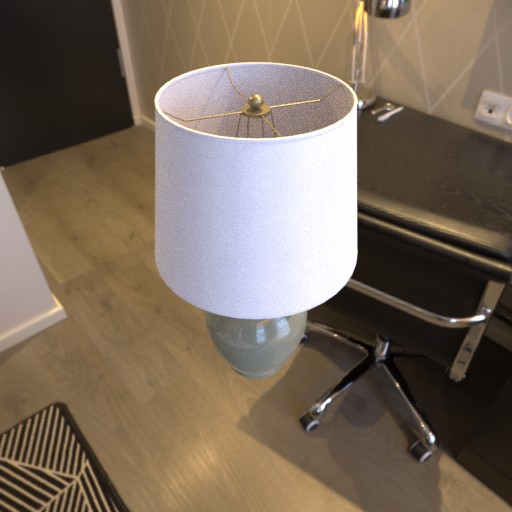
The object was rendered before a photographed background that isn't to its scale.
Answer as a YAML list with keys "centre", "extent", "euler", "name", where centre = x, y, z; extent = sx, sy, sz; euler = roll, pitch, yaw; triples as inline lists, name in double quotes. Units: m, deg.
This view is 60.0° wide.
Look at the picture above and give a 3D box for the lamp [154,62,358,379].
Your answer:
- centre: [0.000, 0.000, 0.546]
  extent: [0.239, 0.399, 0.239]
  euler: [0, 41, 0]
  name: "lamp"
